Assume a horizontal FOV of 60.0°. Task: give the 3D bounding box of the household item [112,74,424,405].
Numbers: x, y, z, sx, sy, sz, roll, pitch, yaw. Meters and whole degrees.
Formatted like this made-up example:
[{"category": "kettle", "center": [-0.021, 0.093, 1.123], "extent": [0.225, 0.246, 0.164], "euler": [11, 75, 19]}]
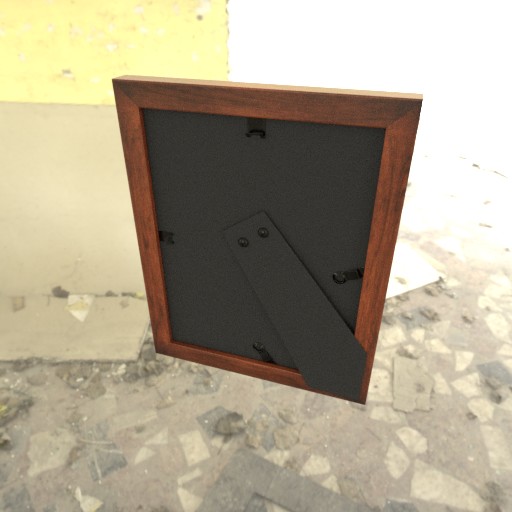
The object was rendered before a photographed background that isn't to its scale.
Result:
[{"category": "household item", "center": [0.000, 0.000, 0.343], "extent": [0.200, 0.250, 0.020], "euler": [10, 33, 15]}]
